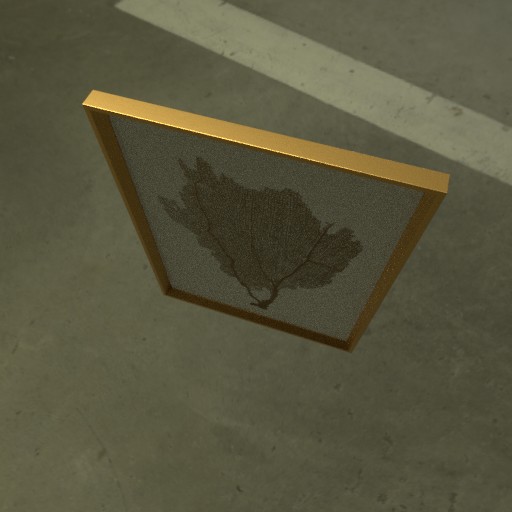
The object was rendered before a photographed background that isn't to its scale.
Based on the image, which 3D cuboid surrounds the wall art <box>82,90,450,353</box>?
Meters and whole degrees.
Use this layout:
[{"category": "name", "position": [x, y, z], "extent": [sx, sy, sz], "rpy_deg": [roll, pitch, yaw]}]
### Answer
[{"category": "wall art", "position": [0.000, 0.000, 1.043], "extent": [0.610, 0.762, 0.038], "rpy_deg": [16, 61, 9]}]
